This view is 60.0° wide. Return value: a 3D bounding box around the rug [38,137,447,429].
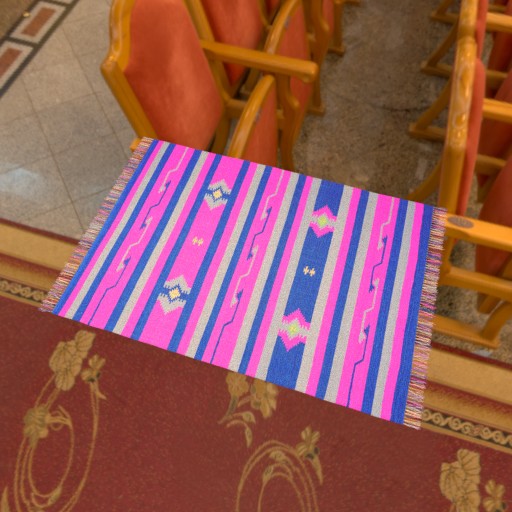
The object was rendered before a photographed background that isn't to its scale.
[{"bbox_3d":[0.000,0.000,2.908,2.350,0.013,1.539,15,61,9],"label":"rug"}]
